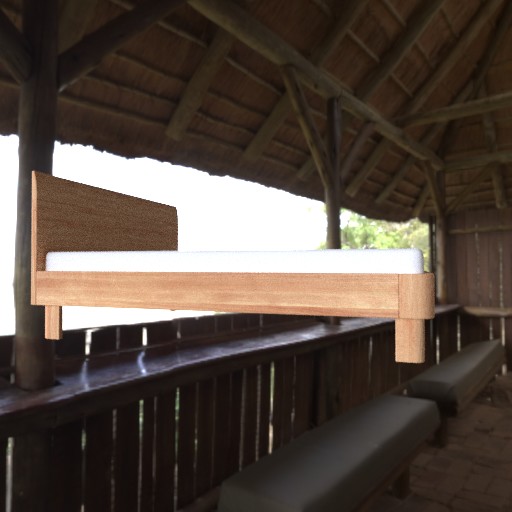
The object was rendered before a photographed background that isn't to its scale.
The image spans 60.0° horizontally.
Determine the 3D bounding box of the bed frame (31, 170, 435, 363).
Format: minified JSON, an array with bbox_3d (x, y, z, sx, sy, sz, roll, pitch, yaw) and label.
[{"bbox_3d":[0.000,0.000,2.934,2.092,0.940,1.660,0,-1,18],"label":"bed frame"}]
